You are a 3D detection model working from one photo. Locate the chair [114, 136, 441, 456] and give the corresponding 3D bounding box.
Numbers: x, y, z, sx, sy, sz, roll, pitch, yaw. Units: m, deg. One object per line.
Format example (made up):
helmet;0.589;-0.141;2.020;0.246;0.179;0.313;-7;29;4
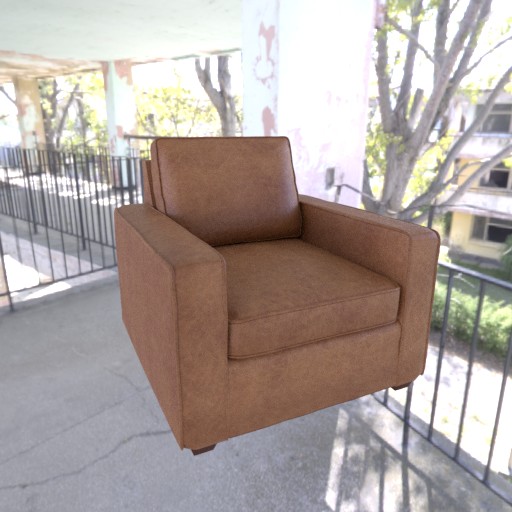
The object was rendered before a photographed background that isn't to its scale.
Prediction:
chair;0.000;0.000;1.753;0.987;0.901;1.027;-9;19;-27
